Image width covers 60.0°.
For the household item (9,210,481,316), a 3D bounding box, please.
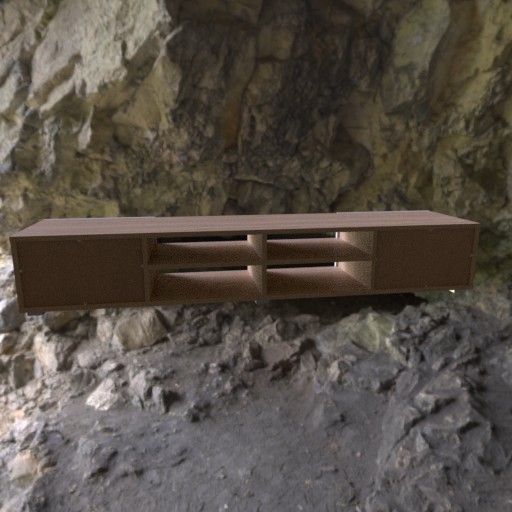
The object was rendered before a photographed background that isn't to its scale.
[{"bbox_3d":[0.000,0.000,1.960,1.850,0.310,0.420,-2,14,-9],"label":"household item"}]
